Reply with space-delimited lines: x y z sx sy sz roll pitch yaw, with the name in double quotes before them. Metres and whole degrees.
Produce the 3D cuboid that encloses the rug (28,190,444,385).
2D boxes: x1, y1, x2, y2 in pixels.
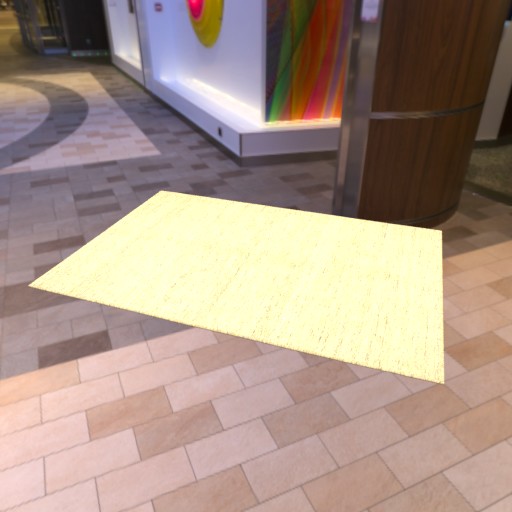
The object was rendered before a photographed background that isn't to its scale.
"rug" 0.000 0.000 2.336 1.850 0.015 1.250 10 32 17
